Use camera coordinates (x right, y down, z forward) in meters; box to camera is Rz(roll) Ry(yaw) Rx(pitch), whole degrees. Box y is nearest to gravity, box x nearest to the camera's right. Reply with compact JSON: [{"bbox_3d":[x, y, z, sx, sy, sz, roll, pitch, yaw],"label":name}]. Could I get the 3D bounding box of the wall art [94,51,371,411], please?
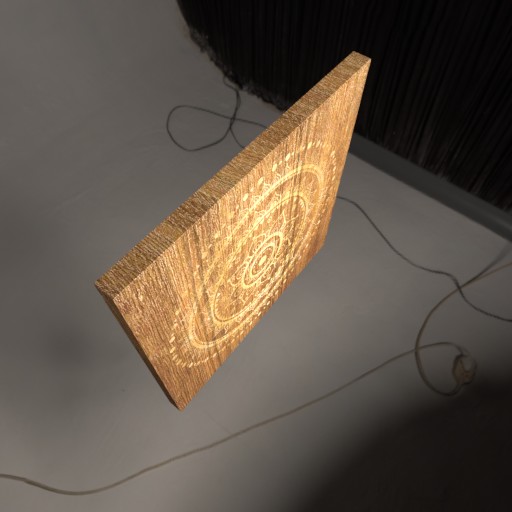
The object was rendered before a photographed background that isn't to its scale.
[{"bbox_3d":[0.000,0.000,0.924,0.042,0.608,0.611,34,64,19],"label":"wall art"}]
